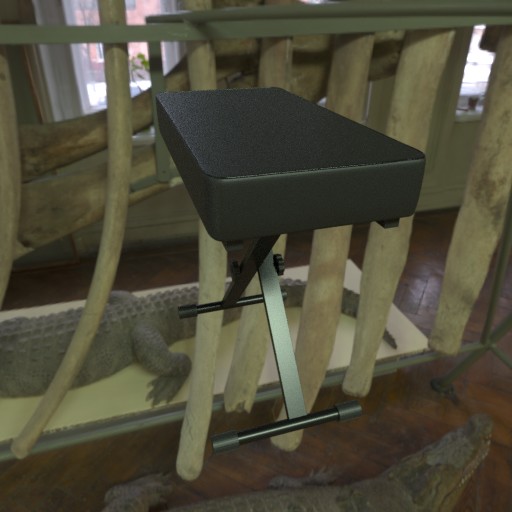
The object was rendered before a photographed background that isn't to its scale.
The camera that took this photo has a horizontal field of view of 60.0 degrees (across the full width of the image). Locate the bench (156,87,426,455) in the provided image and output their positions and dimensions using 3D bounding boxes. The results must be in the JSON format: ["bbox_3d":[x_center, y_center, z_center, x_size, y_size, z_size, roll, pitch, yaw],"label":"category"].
[{"bbox_3d":[0.000,0.000,0.911,0.300,0.561,0.600,-8,30,-15],"label":"bench"}]
